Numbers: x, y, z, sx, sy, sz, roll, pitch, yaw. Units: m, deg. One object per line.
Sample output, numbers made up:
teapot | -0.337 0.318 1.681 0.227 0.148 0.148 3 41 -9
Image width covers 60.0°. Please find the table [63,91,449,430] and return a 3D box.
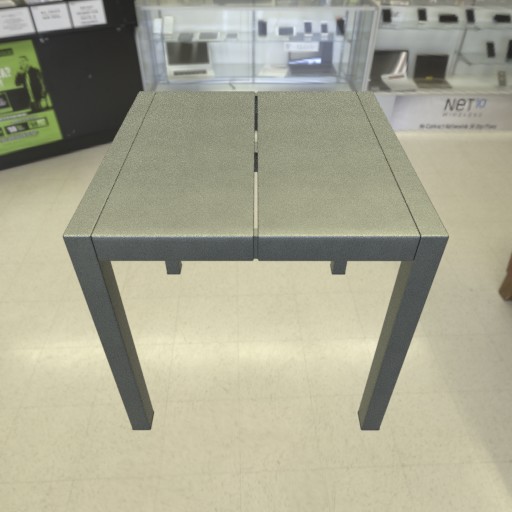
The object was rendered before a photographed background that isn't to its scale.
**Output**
table | 0.000 0.000 0.935 0.508 0.508 0.508 0 41 0
